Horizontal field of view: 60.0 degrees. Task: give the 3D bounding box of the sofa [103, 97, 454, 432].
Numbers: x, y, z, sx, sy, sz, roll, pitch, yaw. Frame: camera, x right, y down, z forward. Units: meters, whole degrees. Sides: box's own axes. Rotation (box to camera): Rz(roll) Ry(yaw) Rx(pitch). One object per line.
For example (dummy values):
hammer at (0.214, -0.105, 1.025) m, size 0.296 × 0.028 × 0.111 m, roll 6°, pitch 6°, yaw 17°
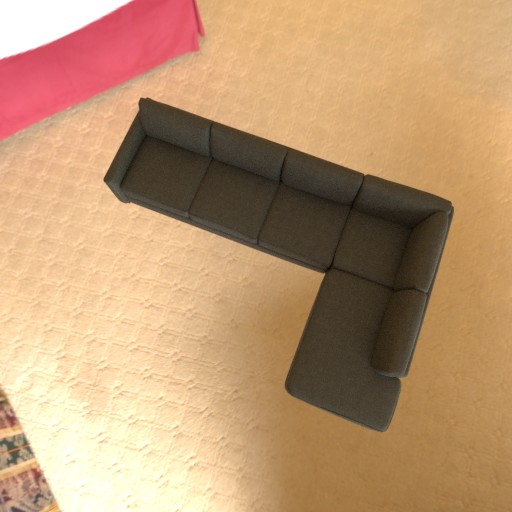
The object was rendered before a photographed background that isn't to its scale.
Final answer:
sofa at (0.000, 0.000, 3.858) m, size 2.972 × 0.858 × 1.984 m, roll 21°, pitch 76°, yaw 5°
